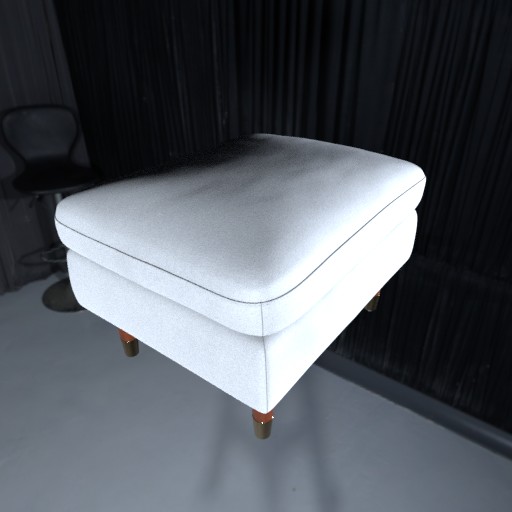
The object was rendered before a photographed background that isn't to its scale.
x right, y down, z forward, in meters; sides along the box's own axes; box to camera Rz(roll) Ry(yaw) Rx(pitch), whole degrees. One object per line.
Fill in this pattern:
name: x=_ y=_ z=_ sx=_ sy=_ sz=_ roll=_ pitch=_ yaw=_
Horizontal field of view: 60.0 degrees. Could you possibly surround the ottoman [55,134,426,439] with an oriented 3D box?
ottoman: x=0.000 y=0.000 z=1.113 sx=0.593 sy=0.478 sz=0.747 roll=20 pitch=35 yaw=31
